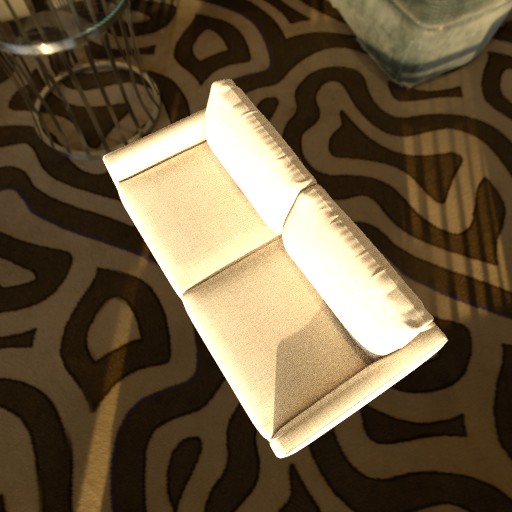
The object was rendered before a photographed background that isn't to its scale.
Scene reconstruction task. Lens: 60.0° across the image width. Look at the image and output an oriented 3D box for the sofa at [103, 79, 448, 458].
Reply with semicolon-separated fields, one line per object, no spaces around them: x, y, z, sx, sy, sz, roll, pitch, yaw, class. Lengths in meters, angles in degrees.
0.000;0.000;2.148;0.839;0.812;1.651;-30;68;-14;sofa
